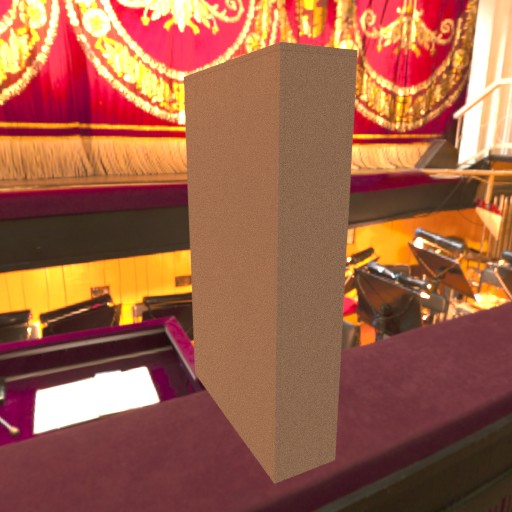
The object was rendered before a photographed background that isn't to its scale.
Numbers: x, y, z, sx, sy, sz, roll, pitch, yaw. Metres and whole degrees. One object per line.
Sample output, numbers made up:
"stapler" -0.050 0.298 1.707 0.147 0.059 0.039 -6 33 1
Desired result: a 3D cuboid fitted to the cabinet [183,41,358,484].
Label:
"cabinet" 0.000 0.000 1.609 0.250 1.280 0.750 -8 17 -26
